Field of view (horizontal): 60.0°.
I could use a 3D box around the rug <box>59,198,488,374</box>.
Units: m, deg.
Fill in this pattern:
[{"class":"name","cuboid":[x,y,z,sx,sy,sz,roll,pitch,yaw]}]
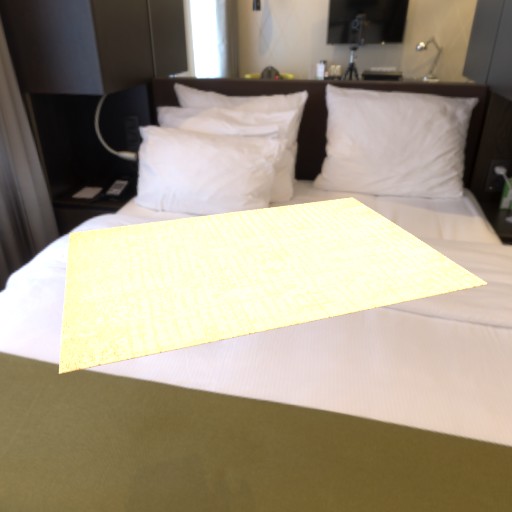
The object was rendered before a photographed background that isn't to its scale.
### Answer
[{"class":"rug","cuboid":[0.000,0.000,2.271,1.827,0.007,1.211,-9,29,-17]}]
